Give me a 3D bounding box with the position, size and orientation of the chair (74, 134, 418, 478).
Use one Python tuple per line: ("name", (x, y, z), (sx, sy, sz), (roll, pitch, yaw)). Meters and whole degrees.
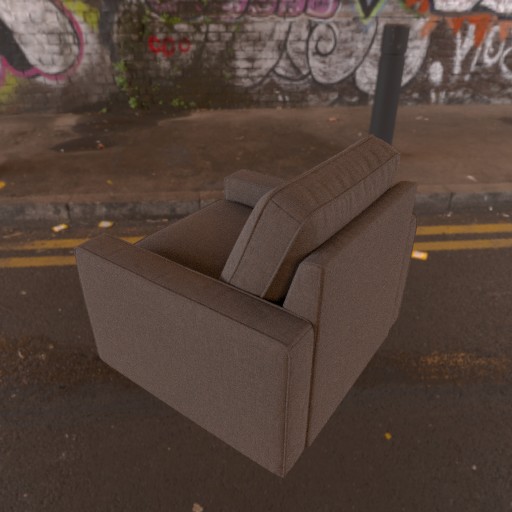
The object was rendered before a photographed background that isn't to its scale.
("chair", (0.000, 0.000, 1.747), (0.940, 0.919, 1.017), (20, 36, 30))
